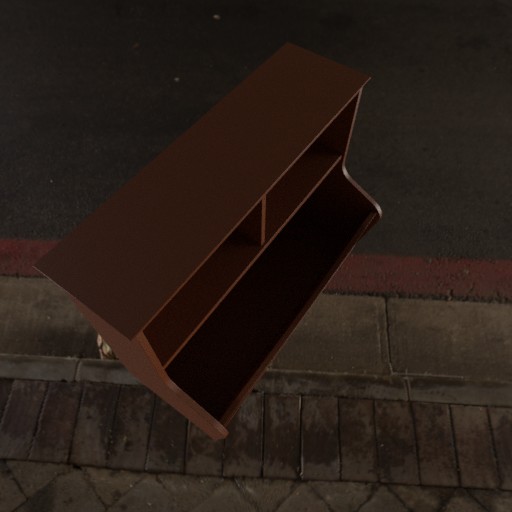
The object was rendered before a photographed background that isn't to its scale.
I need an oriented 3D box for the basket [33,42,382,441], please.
[{"bbox_3d":[0.000,0.000,1.138,0.376,0.625,0.792,31,63,18],"label":"basket"}]
